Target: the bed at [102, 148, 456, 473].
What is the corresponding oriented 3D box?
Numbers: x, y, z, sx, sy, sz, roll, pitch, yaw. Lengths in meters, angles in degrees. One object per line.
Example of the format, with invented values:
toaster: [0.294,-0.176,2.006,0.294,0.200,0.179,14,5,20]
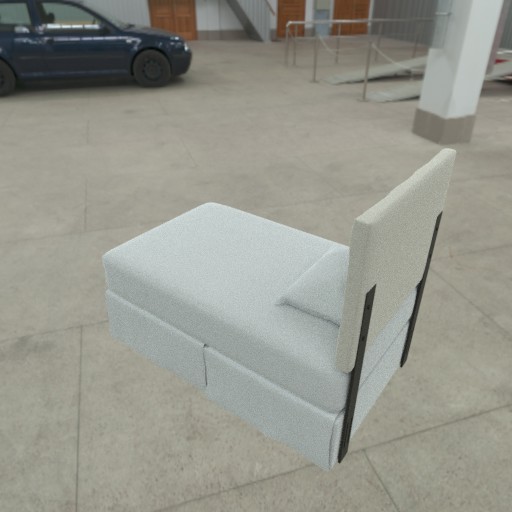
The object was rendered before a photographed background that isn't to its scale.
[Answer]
bed: [0.000,0.000,2.996,1.997,1.571,1.261,21,37,31]
